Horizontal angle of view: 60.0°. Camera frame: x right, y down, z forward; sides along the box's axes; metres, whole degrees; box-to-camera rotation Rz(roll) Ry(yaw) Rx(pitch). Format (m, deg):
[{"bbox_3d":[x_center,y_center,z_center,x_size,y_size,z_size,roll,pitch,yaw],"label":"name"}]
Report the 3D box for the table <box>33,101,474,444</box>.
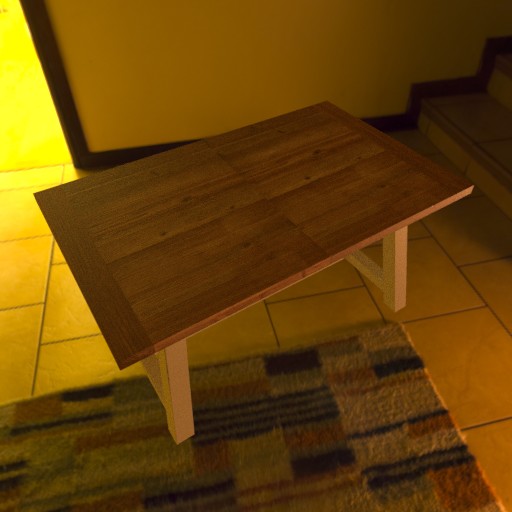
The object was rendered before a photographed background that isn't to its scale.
[{"bbox_3d":[0.000,0.000,2.028,1.503,0.743,0.922,-25,49,-23],"label":"table"}]
